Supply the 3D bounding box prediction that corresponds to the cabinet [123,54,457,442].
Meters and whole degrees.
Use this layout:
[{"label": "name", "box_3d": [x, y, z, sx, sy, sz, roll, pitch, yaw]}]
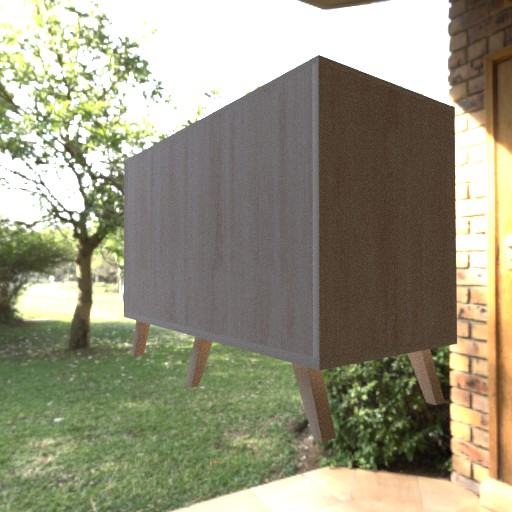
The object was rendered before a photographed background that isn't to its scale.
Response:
[{"label": "cabinet", "box_3d": [0.000, 0.000, 1.471, 0.500, 0.780, 1.110, 1, -1, -36]}]
